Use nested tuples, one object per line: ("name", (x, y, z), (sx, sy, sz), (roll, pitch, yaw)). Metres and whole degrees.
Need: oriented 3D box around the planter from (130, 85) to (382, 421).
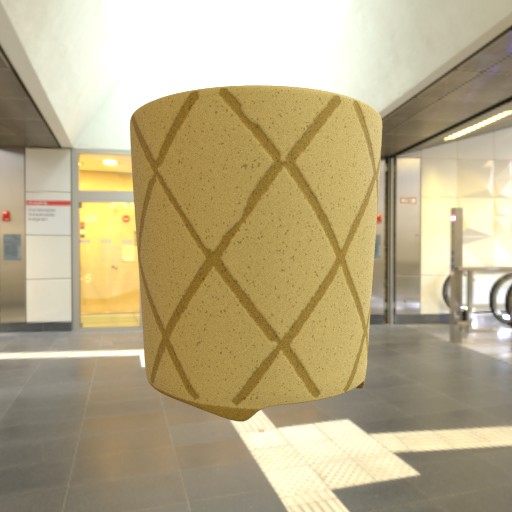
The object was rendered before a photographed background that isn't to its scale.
("planter", (0.000, 0.000, 0.349), (0.191, 0.199, 0.191), (0, 1, 0))
